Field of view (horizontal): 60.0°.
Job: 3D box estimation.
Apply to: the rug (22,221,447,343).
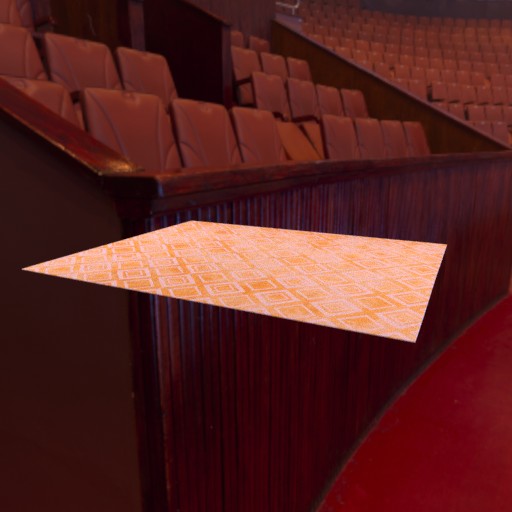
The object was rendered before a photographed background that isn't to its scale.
[{"bbox_3d":[0.000,0.000,3.997,3.037,0.011,2.433,7,16,25],"label":"rug"}]
